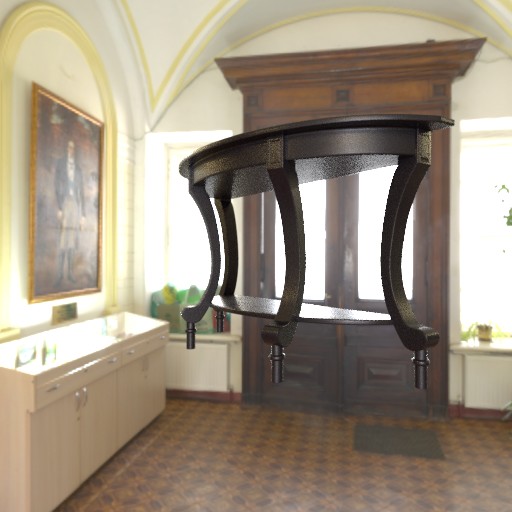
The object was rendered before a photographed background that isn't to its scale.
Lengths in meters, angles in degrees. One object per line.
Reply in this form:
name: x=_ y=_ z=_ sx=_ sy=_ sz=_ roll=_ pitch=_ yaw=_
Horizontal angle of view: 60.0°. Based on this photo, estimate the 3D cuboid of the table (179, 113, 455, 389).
table: x=0.000 y=0.000 z=1.502 sx=0.394 sy=0.692 sz=1.198 roll=0 pitch=0 yaw=-35
